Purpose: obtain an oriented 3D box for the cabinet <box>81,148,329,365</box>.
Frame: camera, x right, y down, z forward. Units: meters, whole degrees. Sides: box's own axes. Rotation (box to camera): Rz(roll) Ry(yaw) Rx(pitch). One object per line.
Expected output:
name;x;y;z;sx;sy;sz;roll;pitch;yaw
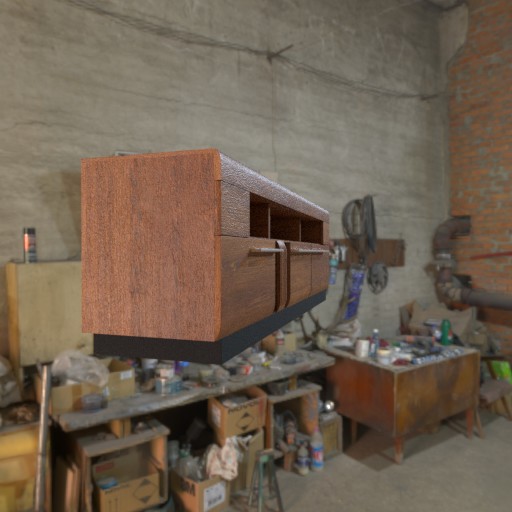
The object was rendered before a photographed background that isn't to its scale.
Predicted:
cabinet;0.000;0.000;1.835;0.419;0.510;1.600;0;0;18
